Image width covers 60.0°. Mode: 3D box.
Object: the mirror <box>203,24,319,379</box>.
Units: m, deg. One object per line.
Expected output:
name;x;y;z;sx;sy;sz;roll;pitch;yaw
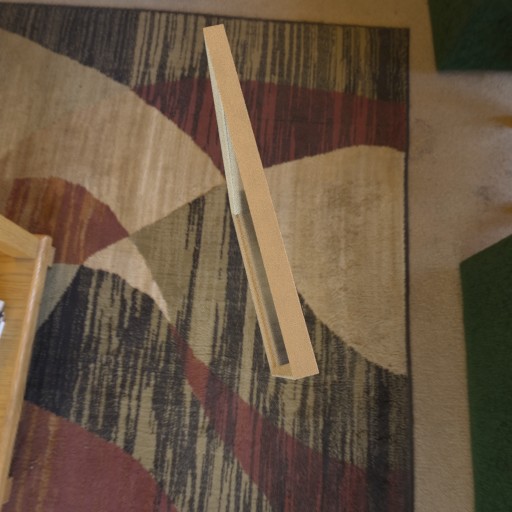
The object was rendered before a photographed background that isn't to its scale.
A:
mirror;0.000;0.000;1.141;0.041;0.915;0.609;-13;76;-4
